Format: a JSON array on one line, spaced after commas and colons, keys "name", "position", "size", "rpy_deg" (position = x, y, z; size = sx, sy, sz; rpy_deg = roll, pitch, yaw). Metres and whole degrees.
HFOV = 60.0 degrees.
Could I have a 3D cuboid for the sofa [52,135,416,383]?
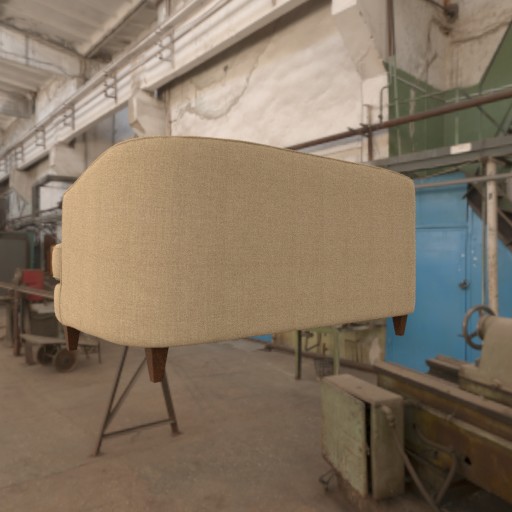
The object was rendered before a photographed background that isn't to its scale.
[{"name": "sofa", "position": [0.000, 0.000, 2.231], "size": [1.733, 0.855, 0.941], "rpy_deg": [0, 0, -38]}]
